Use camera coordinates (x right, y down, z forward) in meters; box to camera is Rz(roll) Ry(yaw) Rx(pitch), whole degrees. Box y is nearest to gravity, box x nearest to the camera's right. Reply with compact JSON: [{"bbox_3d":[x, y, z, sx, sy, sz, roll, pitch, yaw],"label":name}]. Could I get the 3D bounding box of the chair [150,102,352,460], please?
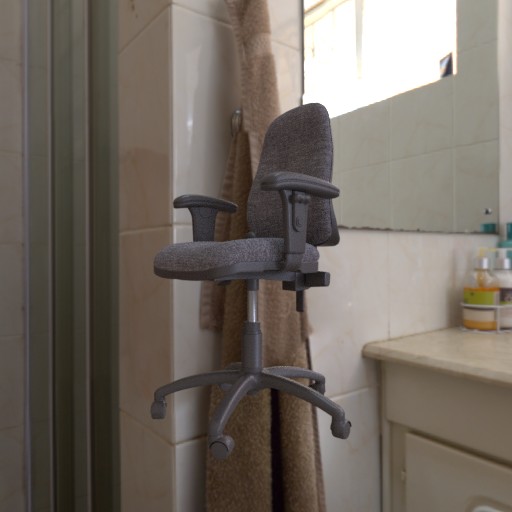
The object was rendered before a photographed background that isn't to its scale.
[{"bbox_3d":[0.000,0.000,1.266,0.530,0.910,0.550,0,0,-36],"label":"chair"}]
